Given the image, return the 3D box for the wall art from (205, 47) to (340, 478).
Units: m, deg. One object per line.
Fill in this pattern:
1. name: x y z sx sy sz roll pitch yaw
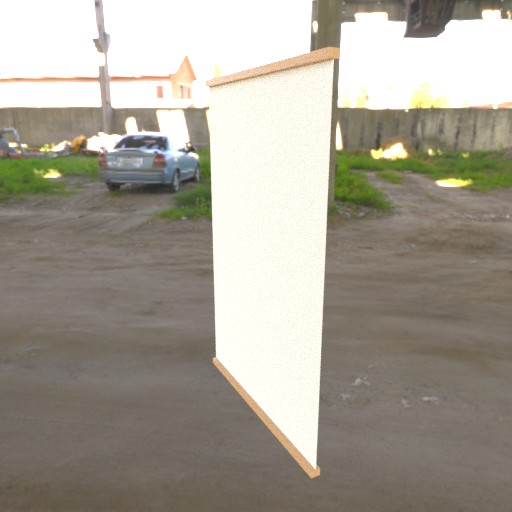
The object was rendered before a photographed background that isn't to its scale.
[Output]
1. wall art: 0.000 0.000 1.297 0.027 1.020 0.669 -8 18 -26
